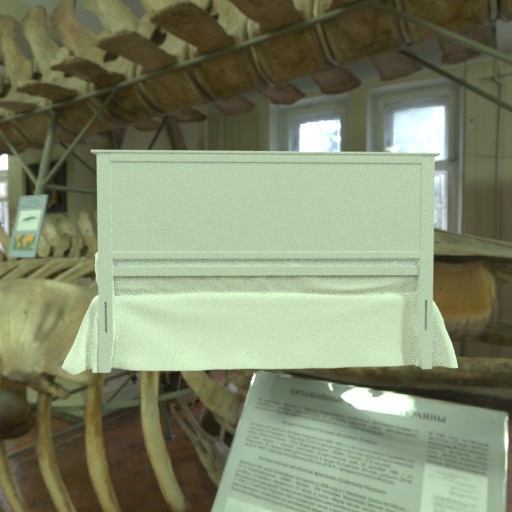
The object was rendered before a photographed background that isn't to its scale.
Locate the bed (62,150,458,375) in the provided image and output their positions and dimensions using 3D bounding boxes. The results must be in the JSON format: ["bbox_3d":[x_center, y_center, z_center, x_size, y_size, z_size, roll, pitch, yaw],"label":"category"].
[{"bbox_3d":[0.000,0.000,3.618,2.317,1.273,2.215,0,2,-2],"label":"bed"}]
